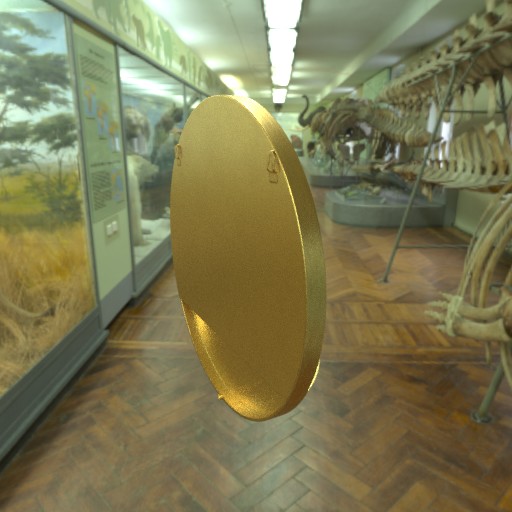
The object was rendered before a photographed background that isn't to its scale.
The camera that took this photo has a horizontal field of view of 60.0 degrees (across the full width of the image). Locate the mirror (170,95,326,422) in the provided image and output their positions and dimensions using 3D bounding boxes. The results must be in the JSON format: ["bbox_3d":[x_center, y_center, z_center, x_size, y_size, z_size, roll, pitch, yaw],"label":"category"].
[{"bbox_3d":[0.000,0.000,0.675,0.133,0.457,0.457,-8,17,-27],"label":"mirror"}]
